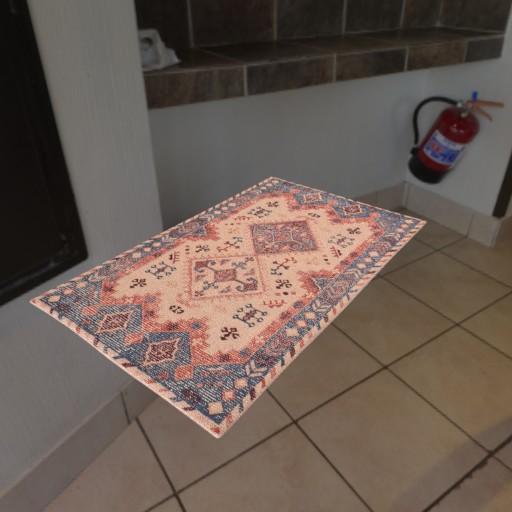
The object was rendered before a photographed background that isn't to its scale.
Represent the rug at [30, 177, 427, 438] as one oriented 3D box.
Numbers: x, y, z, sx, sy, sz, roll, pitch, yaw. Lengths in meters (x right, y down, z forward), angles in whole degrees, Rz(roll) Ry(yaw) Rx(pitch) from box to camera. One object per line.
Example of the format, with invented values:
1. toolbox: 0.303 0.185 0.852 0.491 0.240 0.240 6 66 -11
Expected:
1. rug: 0.000 0.000 3.070 1.521 0.023 2.464 22 39 31
